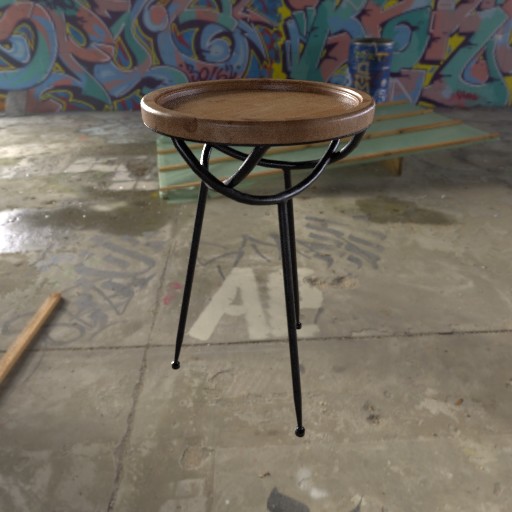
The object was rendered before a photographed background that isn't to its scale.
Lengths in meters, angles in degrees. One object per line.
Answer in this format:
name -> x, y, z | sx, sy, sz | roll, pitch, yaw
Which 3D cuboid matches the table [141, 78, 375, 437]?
table -> 0.000, 0.000, 0.958 | 0.418, 0.664, 0.414 | 9, 31, 15
